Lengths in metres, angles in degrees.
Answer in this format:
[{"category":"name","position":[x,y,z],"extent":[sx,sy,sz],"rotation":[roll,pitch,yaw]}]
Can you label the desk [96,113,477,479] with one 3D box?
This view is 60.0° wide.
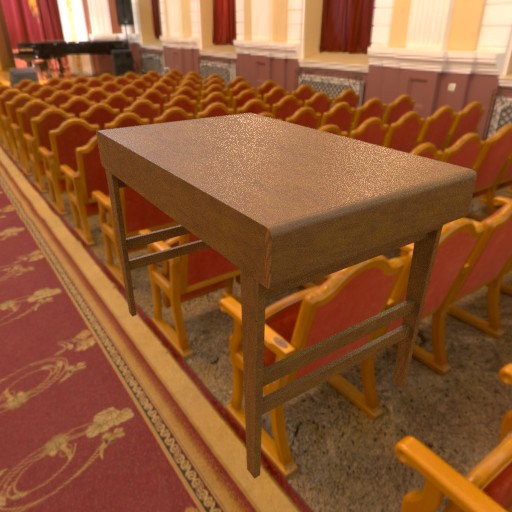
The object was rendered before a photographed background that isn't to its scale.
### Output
[{"category":"desk","position":[0.000,0.000,1.535],"extent":[0.660,0.754,1.066],"rotation":[-17,32,-30]}]
